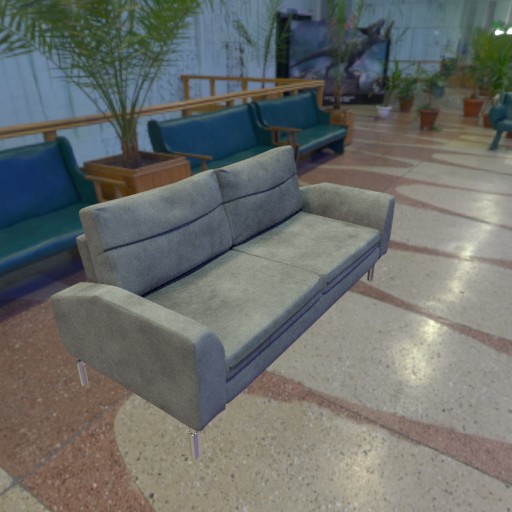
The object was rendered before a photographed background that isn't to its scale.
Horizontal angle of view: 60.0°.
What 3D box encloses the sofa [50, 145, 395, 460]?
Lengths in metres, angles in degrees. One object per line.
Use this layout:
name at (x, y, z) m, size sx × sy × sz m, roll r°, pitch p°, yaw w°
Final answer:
sofa at (0.000, 0.000, 2.338) m, size 0.849 × 0.859 × 1.837 m, roll 17°, pitch 30°, yaw 31°
